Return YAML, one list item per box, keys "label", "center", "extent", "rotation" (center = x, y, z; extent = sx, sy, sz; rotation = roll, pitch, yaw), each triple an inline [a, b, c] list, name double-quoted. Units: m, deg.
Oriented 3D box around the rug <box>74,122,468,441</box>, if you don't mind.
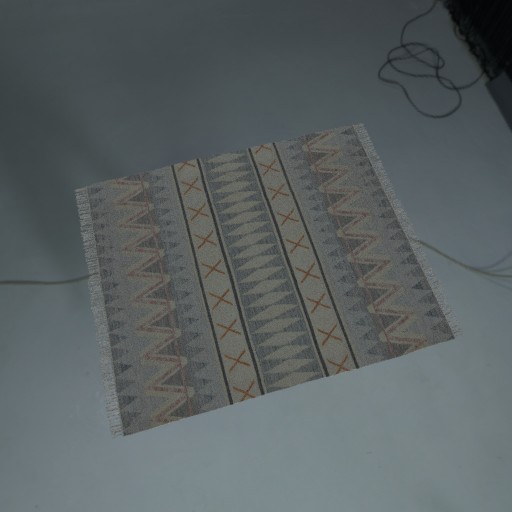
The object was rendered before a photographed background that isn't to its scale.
- label: "rug"
  center: [0.000, 0.000, 3.982]
  extent: [3.000, 0.012, 2.371]
  rotation: [-14, 66, -7]
